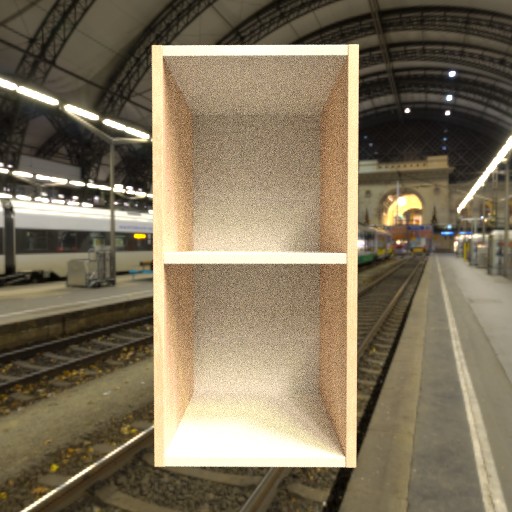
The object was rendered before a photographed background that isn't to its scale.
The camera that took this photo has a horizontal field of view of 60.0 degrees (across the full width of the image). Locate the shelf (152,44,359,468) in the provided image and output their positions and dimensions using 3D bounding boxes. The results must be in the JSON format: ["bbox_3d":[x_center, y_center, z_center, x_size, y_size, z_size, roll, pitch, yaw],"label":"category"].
[{"bbox_3d":[0.000,0.000,0.771,0.290,0.594,0.297,0,2,1],"label":"shelf"}]
